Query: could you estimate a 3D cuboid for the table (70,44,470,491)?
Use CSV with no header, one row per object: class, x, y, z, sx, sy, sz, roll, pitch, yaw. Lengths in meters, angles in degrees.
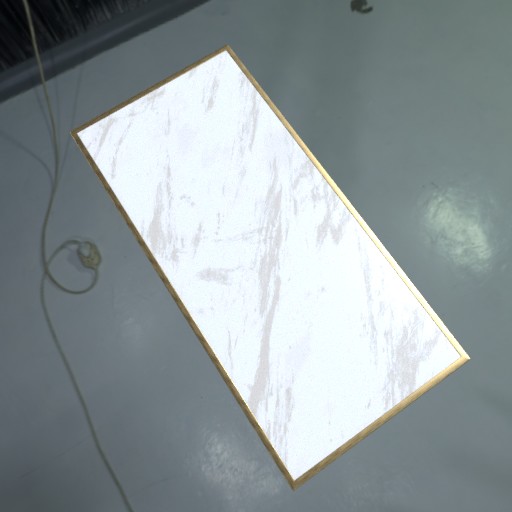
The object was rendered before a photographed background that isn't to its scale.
table,0.000,0.000,1.460,0.577,0.405,1.197,-33,77,-8
